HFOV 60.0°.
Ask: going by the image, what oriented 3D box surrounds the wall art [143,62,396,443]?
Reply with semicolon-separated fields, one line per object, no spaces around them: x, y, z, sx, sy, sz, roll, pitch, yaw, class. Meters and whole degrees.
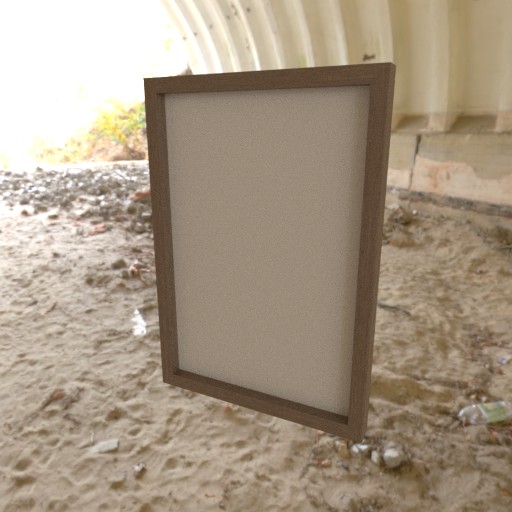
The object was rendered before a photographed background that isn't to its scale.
0.000;0.000;0.662;0.358;0.510;0.032;8;18;26;wall art
